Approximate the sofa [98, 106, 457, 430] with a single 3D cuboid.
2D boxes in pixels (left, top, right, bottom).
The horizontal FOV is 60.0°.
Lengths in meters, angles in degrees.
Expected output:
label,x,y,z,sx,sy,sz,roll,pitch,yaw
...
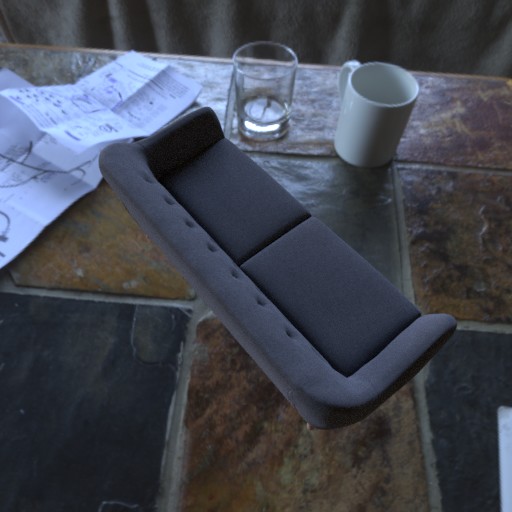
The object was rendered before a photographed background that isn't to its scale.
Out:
label,x,y,z,sx,sy,sz,roll,pitch,yaw
sofa,0.000,0.000,2.266,0.820,0.820,1.840,-35,64,-20
